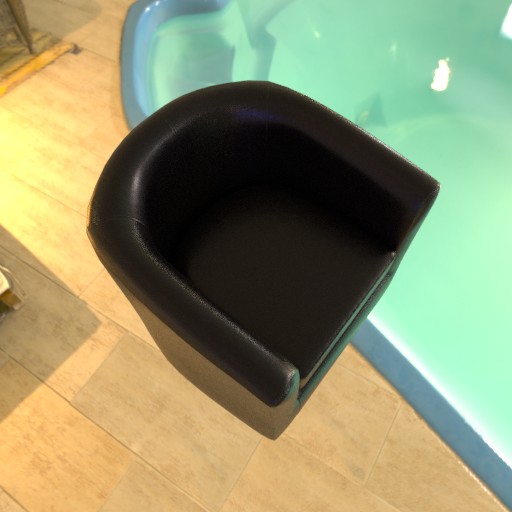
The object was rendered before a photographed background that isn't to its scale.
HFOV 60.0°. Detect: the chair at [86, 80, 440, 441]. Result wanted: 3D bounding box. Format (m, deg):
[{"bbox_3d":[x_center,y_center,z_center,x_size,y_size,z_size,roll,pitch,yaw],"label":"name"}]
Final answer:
[{"bbox_3d":[0.000,0.000,1.380,0.727,0.756,0.793,34,63,20],"label":"chair"}]
